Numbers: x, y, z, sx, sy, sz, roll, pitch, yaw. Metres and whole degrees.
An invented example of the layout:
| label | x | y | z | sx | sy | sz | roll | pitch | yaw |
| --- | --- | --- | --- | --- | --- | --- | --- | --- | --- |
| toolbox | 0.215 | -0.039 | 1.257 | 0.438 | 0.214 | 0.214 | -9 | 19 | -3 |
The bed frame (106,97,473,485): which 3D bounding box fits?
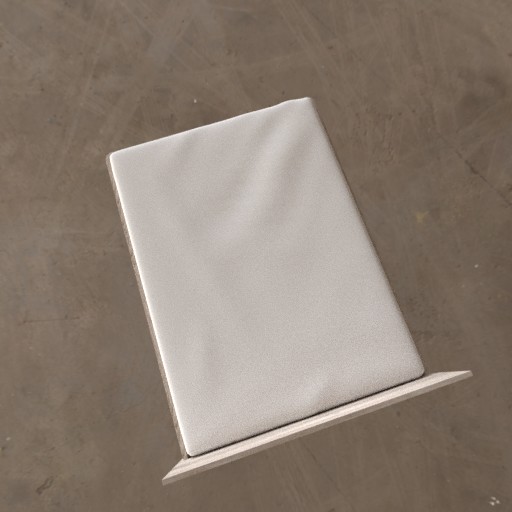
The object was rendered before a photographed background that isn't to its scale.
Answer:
| label | x | y | z | sx | sy | sz | roll | pitch | yaw |
| --- | --- | --- | --- | --- | --- | --- | --- | --- | --- |
| bed frame | 0.000 | 0.000 | 2.640 | 1.490 | 0.800 | 1.950 | -17 | 75 | -5 |
